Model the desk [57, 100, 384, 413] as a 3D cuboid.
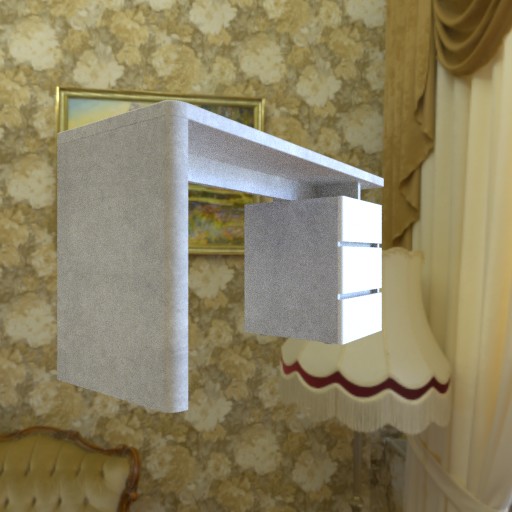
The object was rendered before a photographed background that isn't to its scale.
[{"bbox_3d":[0.000,0.000,1.774,0.550,0.755,1.400,0,0,36],"label":"desk"}]
